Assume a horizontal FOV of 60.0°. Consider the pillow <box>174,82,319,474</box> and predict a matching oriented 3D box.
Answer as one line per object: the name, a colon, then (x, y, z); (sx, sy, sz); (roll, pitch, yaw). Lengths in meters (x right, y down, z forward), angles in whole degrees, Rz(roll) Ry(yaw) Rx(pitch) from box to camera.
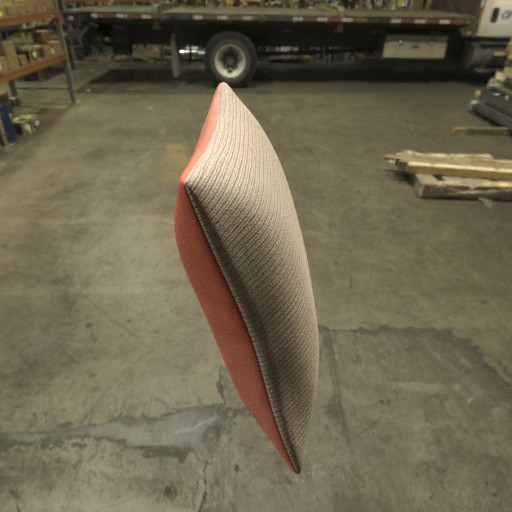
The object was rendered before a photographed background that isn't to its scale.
pillow: (0.000, 0.000, 0.641); (0.177, 0.401, 0.424); (0, 32, 0)
